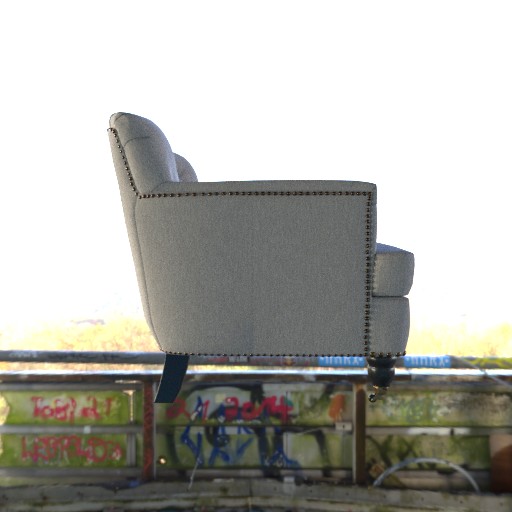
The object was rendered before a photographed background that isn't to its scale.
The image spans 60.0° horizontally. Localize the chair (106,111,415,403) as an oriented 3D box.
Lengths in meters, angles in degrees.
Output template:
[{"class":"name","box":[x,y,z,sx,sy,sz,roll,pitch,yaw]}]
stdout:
[{"class":"chair","box":[0.000,0.000,1.545,0.902,0.823,0.737,0,0,1]}]
